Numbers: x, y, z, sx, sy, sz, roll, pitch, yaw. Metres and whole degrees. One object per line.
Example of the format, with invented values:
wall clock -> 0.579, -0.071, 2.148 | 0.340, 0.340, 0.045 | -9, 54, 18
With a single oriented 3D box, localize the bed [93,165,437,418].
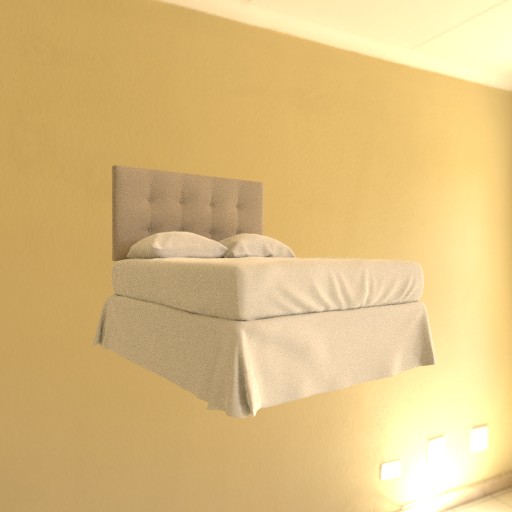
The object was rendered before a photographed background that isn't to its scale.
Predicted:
bed -> 0.000, 0.000, 3.535 | 1.936, 1.577, 2.222 | 0, 0, -37
